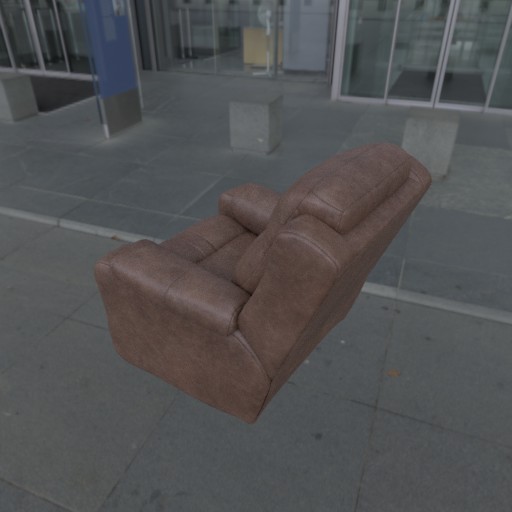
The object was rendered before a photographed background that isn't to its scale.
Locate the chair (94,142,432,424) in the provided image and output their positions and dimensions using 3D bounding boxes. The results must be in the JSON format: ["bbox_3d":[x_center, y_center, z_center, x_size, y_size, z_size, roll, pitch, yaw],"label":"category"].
[{"bbox_3d":[0.000,0.000,1.819,1.067,0.990,0.940,21,38,30],"label":"chair"}]
